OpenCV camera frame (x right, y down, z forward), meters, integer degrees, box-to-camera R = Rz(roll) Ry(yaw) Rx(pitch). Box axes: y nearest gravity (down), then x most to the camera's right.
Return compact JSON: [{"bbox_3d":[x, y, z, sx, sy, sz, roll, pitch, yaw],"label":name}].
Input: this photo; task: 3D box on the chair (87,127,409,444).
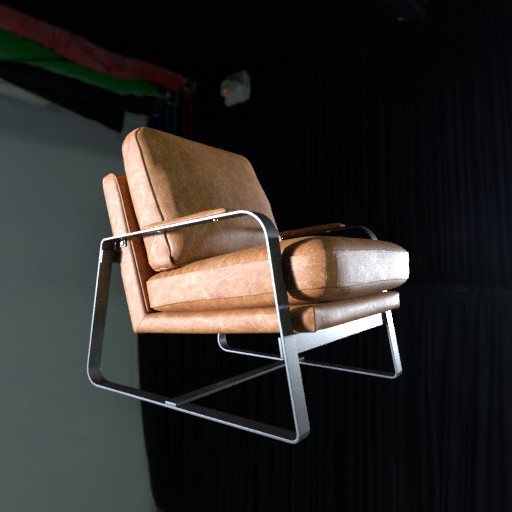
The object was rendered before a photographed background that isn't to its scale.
[{"bbox_3d":[0.000,0.000,1.372,0.801,0.777,0.651,0,0,36],"label":"chair"}]
